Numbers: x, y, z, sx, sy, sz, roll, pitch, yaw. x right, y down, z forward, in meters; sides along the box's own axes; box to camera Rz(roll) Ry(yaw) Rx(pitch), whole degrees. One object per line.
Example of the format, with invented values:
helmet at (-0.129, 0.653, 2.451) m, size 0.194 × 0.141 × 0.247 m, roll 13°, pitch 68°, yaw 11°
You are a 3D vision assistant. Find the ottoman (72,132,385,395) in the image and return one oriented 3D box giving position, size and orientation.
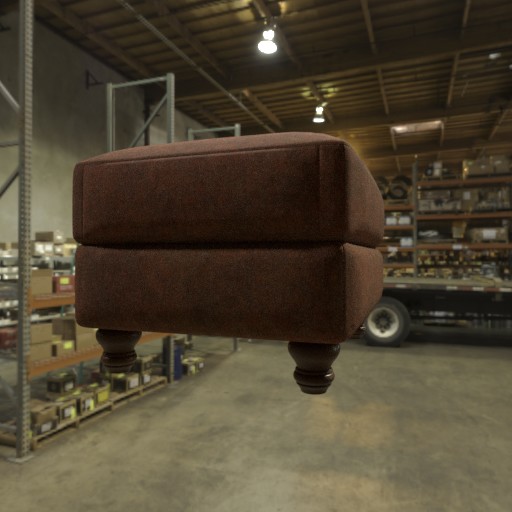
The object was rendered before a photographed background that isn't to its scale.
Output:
ottoman at (0.000, 0.000, 1.178) m, size 0.635 × 0.508 × 0.787 m, roll 0°, pitch 0°, yaw 20°
